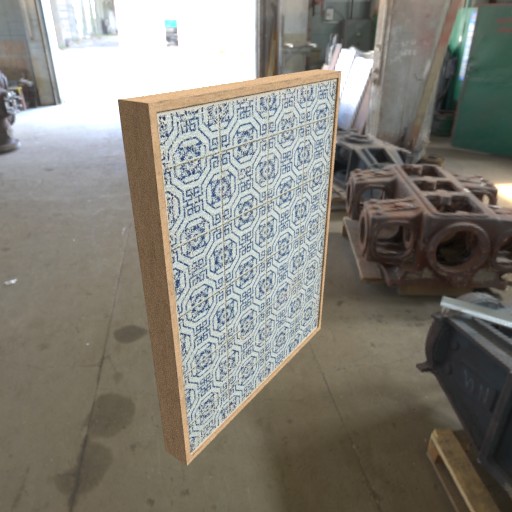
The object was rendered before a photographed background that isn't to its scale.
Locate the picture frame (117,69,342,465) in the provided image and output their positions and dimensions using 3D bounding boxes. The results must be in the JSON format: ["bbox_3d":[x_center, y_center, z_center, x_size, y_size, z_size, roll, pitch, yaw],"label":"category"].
[{"bbox_3d":[0.000,0.000,0.714,0.046,0.526,0.421,18,33,31],"label":"picture frame"}]
